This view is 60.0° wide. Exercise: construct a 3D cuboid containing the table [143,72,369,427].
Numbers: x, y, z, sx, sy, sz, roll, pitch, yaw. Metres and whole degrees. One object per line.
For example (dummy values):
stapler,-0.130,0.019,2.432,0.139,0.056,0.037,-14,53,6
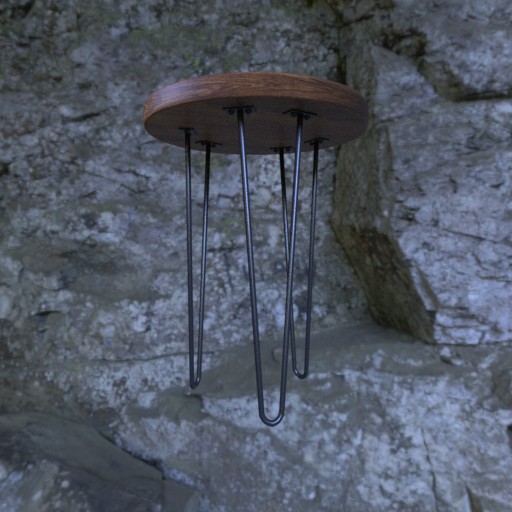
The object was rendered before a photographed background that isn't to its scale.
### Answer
table,0.000,0.000,0.817,0.400,0.520,0.400,0,1,0
